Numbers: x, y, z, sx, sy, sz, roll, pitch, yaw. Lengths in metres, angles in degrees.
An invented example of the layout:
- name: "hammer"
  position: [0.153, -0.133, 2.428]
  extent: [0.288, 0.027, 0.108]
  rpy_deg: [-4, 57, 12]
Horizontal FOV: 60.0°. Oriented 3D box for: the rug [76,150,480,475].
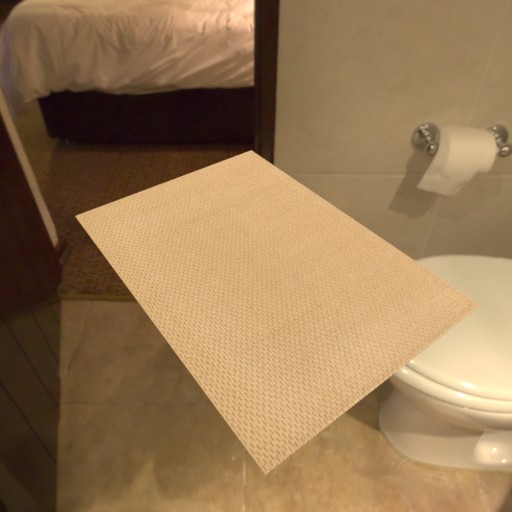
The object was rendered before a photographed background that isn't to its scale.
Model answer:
- name: "rug"
  position: [0.000, 0.000, 2.761]
  extent: [1.509, 0.013, 2.144]
  rpy_deg: [-27, 49, -26]
